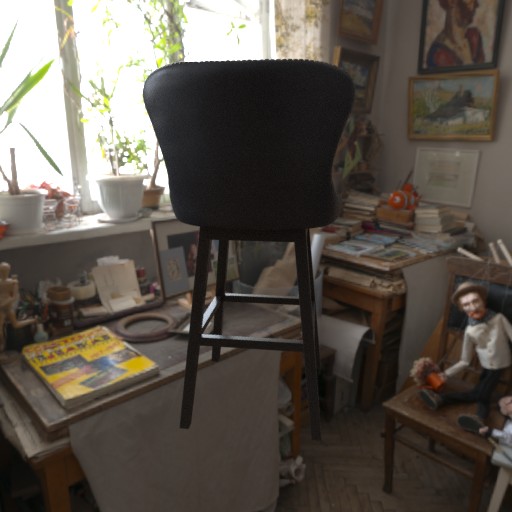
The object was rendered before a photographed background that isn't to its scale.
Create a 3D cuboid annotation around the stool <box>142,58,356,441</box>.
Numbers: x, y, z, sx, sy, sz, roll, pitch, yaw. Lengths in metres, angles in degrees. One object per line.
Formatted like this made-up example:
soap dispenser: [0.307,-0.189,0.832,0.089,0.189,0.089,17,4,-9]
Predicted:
stool: [0.000,0.000,1.381,0.528,1.050,0.601,2,15,8]
